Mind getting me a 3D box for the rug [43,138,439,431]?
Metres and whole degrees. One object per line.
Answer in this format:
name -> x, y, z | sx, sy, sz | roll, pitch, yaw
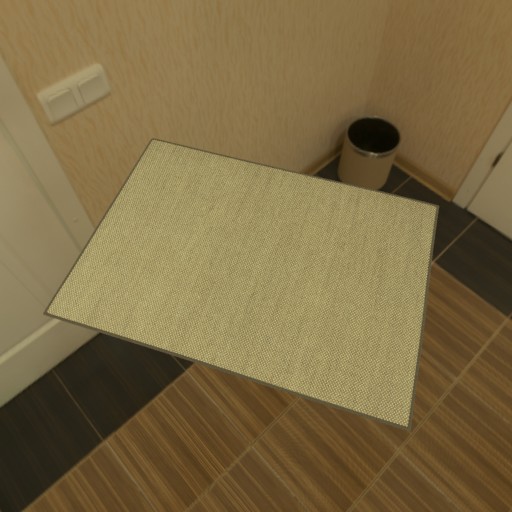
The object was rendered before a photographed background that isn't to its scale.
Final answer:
rug -> 0.000, 0.000, 2.797 | 2.133, 0.012, 1.523 | 15, 60, 9
